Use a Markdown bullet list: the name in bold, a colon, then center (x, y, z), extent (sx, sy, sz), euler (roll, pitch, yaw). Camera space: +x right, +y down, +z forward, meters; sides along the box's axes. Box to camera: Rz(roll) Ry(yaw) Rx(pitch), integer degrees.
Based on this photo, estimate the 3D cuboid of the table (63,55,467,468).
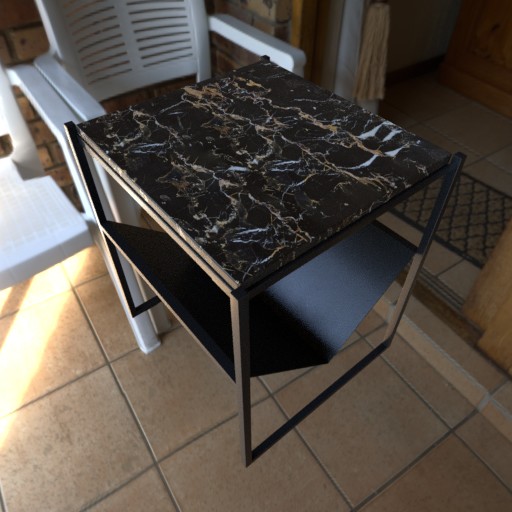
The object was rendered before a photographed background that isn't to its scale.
- **table**: center (0.000, 0.000, 0.885), extent (0.432, 0.534, 0.469), euler (-31, 54, -26)
